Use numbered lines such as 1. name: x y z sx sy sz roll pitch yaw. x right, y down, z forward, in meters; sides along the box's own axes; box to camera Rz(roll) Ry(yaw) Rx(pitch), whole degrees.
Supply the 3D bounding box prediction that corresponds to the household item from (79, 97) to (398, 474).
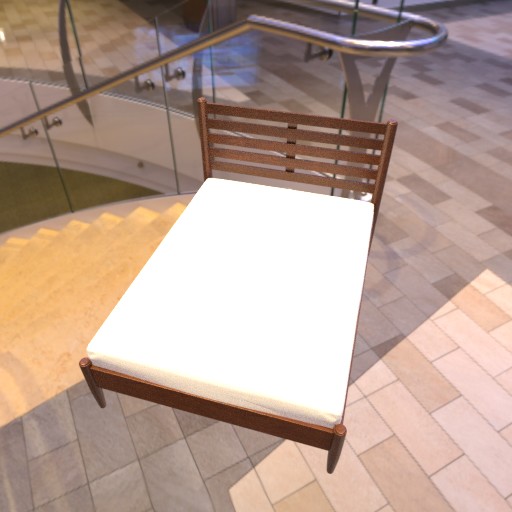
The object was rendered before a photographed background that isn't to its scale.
1. household item: 0.000 0.000 3.254 1.663 1.356 2.232 11 42 12
